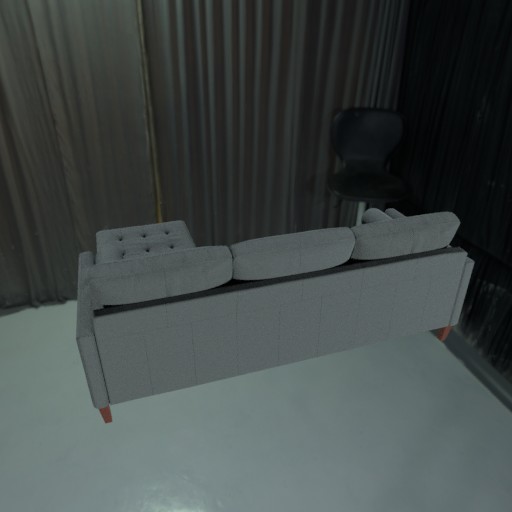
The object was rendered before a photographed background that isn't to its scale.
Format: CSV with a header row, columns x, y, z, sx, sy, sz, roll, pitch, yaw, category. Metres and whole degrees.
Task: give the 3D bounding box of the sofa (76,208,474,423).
x,y,z,sx,sy,sz,roll,pitch,yaw,category
0.000,0.000,2.947,2.178,0.876,1.506,-9,30,-16,sofa
